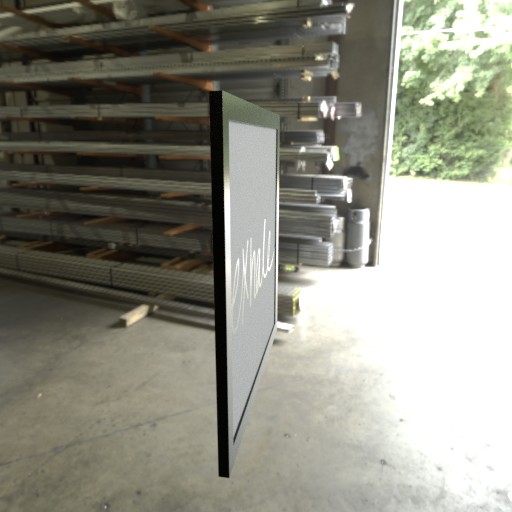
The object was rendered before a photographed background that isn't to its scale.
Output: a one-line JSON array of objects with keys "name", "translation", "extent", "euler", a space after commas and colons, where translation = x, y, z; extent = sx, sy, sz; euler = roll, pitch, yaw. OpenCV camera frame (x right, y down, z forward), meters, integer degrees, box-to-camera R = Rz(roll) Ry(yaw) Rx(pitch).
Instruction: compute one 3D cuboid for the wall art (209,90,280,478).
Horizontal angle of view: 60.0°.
[{"name": "wall art", "translation": [0.000, 0.000, 0.697], "extent": [0.014, 0.445, 0.446], "euler": [3, 15, 10]}]
